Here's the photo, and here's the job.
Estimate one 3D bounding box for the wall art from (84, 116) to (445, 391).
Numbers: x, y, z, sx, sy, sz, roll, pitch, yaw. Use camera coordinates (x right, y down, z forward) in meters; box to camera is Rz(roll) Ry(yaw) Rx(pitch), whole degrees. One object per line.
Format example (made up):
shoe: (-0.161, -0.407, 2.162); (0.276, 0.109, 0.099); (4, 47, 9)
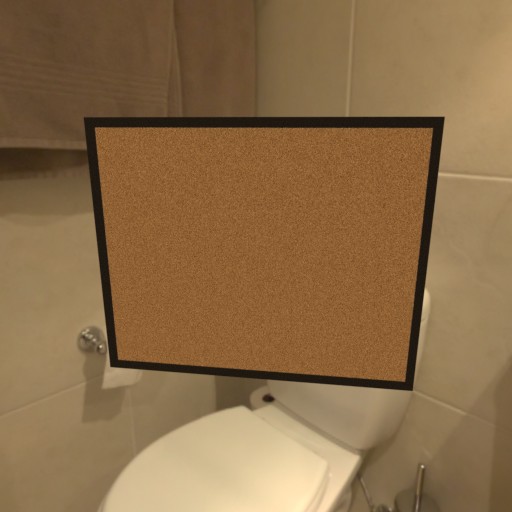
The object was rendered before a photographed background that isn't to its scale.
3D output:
wall art: (0.000, 0.000, 0.543); (0.397, 0.325, 0.028); (2, 17, 8)
